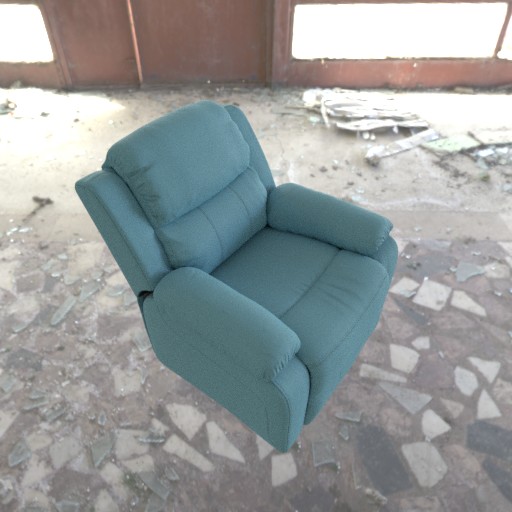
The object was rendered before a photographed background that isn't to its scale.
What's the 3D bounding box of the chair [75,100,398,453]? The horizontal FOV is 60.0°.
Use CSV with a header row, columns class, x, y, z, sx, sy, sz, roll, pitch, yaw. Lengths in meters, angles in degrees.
class,x,y,z,sx,sy,sz,roll,pitch,yaw
chair,0.000,0.000,1.294,0.709,0.702,0.680,26,48,26
